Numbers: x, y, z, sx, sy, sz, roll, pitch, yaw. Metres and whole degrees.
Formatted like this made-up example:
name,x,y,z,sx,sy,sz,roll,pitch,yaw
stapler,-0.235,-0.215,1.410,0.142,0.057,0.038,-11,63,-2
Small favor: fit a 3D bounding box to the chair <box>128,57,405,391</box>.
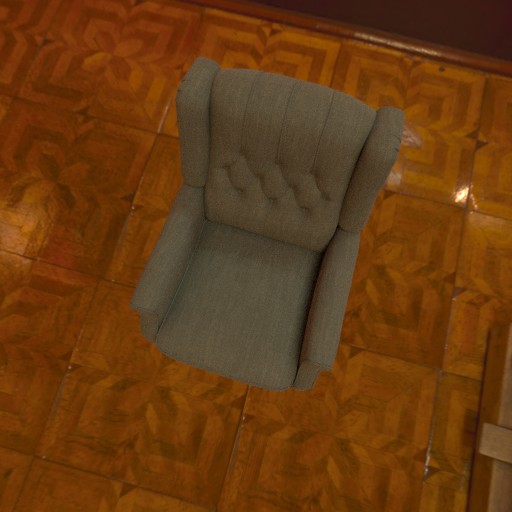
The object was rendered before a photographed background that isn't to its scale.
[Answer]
name,x,y,z,sx,sy,sz,roll,pitch,yaw
chair,0.000,0.000,1.657,0.742,1.035,0.898,17,75,5
